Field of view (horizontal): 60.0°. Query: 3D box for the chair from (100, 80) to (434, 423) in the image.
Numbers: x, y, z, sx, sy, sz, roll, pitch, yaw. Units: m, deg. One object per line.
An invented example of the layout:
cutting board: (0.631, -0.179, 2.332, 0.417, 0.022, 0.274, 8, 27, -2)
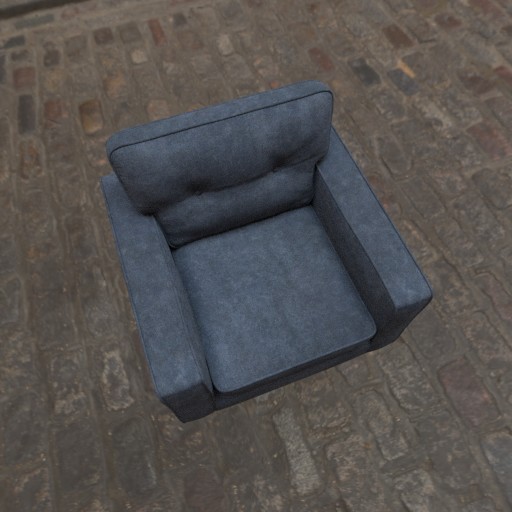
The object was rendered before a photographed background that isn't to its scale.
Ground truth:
chair: (0.000, 0.000, 1.787, 1.015, 0.965, 0.939, -18, 64, -9)
